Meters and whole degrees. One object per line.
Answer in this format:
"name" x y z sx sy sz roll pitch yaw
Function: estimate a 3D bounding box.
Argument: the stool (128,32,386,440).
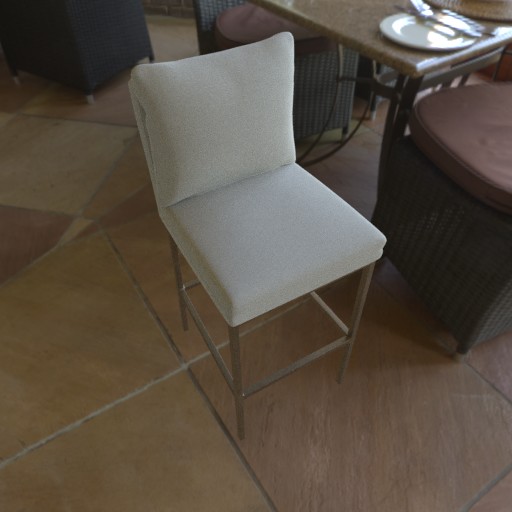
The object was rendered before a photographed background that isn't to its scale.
"stool" 0.000 0.000 1.370 0.463 1.125 0.572 -22 50 -21
